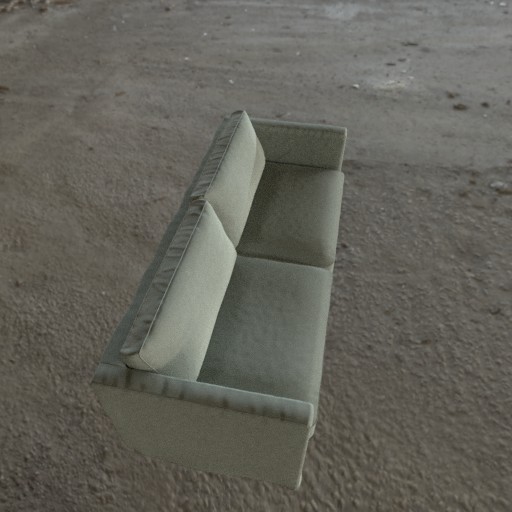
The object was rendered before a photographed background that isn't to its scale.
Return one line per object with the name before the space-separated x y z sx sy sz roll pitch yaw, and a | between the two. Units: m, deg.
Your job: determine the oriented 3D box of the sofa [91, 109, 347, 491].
sofa | 0.000 0.000 2.740 0.962 0.853 2.312 8 47 8
